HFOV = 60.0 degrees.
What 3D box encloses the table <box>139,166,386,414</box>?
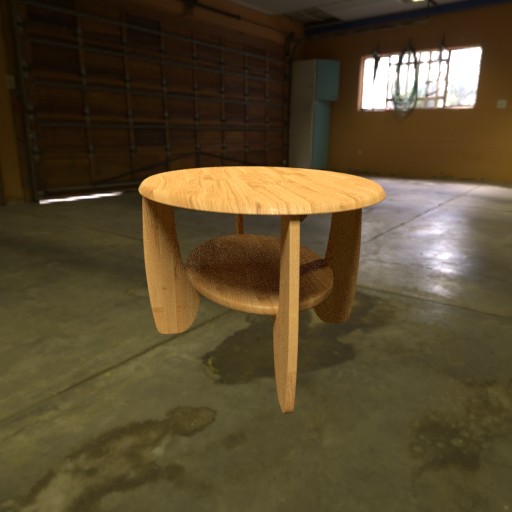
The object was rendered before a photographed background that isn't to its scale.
[{"bbox_3d":[0.000,0.000,1.413,0.690,0.490,1.040,-2,16,-8],"label":"table"}]
